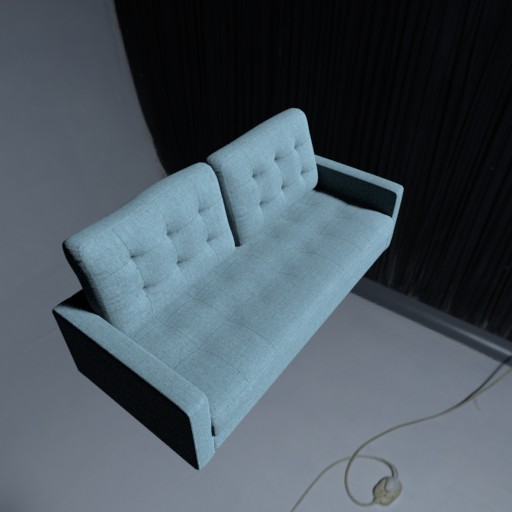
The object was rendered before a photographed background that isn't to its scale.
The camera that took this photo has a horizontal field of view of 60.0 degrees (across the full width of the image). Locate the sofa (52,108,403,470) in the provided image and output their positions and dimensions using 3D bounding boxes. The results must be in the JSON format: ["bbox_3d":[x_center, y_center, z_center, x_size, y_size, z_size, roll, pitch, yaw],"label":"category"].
[{"bbox_3d":[0.000,0.000,2.551,0.966,1.050,2.010,27,48,27],"label":"sofa"}]
